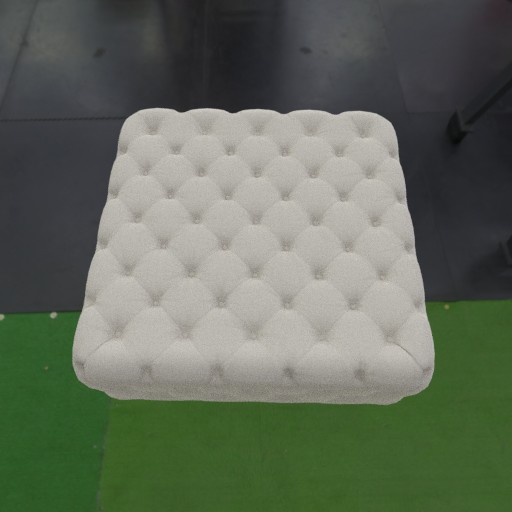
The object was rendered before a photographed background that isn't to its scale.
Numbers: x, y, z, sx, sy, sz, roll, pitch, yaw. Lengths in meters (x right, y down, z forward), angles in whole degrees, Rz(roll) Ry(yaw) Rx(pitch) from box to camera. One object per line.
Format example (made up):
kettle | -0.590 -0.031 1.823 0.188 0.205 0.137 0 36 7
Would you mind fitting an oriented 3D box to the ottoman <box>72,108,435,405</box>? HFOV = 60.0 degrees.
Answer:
ottoman | 0.000 0.000 1.189 0.753 0.376 0.755 1 61 1
